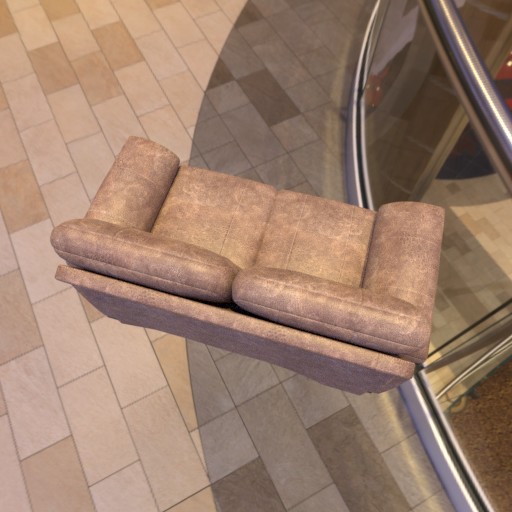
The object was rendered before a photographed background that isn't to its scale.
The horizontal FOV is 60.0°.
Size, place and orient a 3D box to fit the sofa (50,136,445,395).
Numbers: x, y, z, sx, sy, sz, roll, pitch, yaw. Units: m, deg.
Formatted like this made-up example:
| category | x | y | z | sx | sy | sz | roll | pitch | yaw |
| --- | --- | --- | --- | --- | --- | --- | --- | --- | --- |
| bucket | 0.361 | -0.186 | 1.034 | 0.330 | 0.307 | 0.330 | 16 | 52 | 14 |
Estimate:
| category | x | y | z | sx | sy | sz | roll | pitch | yaw |
| --- | --- | --- | --- | --- | --- | --- | --- | --- | --- |
| sofa | 0.000 | 0.000 | 2.266 | 1.753 | 0.991 | 0.991 | 15 | 65 | 7 |
